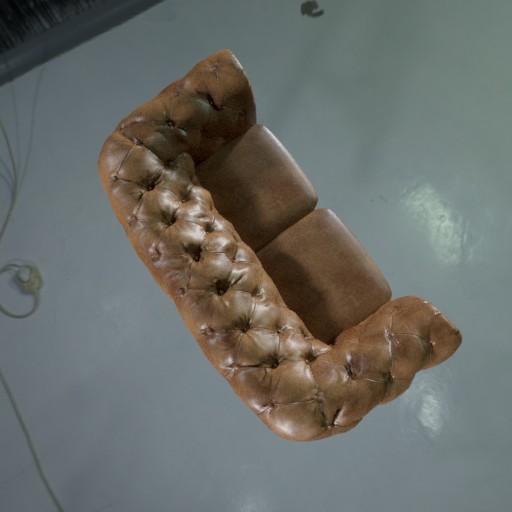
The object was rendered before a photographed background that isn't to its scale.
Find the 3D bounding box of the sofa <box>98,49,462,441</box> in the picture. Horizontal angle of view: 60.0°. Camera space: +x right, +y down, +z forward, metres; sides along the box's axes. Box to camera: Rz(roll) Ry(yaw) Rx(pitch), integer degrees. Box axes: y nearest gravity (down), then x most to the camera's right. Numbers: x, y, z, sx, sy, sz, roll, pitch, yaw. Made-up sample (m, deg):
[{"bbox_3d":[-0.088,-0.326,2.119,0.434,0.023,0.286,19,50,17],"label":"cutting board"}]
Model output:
[{"bbox_3d":[0.000,0.000,2.525,1.042,0.877,1.979,-35,80,-7],"label":"sofa"}]
